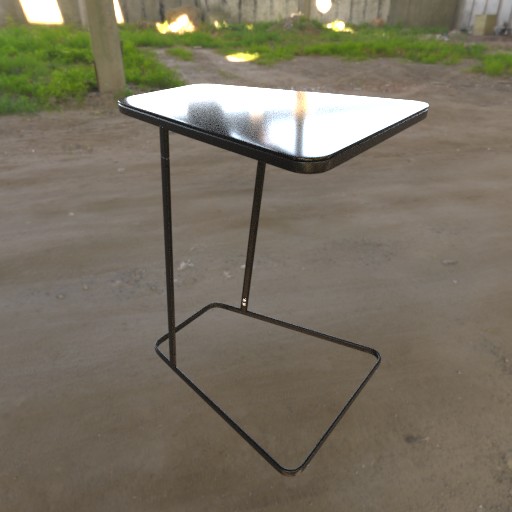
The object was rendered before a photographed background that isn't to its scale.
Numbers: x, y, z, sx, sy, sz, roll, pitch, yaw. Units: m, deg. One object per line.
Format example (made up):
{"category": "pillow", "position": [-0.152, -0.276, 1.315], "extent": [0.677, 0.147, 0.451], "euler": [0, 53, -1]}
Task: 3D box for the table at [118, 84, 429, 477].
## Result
{"category": "table", "position": [0.000, 0.000, 0.951], "extent": [0.500, 0.624, 0.427], "euler": [21, 36, 31]}
